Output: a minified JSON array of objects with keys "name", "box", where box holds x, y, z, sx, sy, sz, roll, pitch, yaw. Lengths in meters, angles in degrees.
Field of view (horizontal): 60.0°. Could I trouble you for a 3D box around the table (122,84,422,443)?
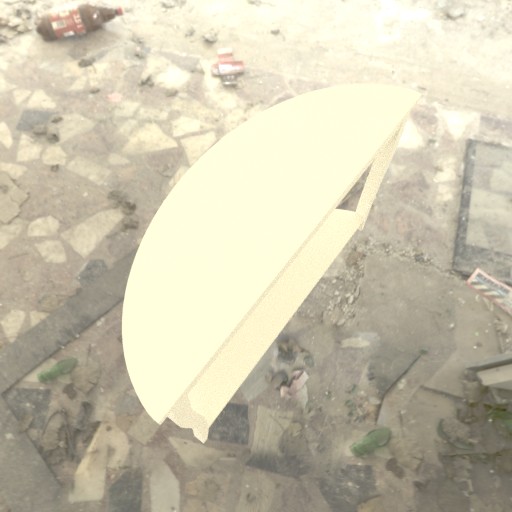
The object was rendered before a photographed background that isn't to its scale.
[{"name":"table","box":[0.000,0.000,1.566,0.394,0.780,1.219,33,67,16]}]
